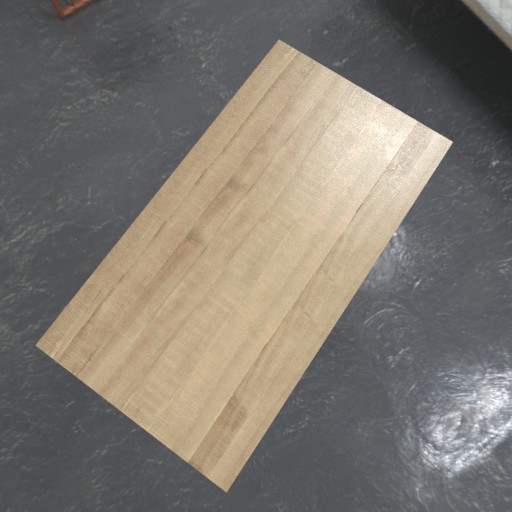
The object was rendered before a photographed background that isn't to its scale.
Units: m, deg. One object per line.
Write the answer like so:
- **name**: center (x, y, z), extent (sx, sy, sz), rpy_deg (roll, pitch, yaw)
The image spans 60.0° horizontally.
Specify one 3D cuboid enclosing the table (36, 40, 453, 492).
- **table**: center (0.000, 0.000, 1.336), extent (0.574, 0.393, 1.062), rpy_deg (34, 79, 8)
